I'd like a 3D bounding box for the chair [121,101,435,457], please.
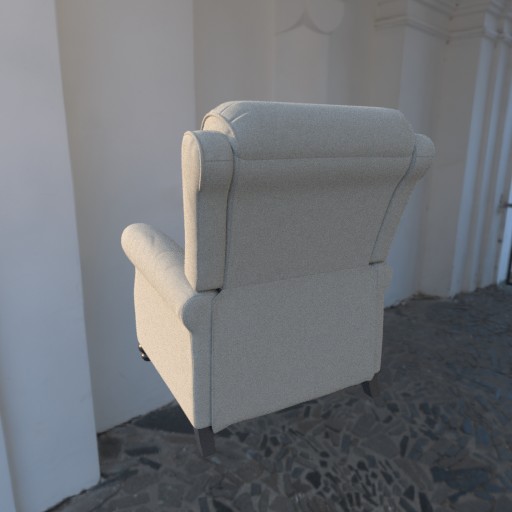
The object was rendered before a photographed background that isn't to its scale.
[{"bbox_3d":[0.000,0.000,1.686,0.859,1.046,0.919,-8,16,-28],"label":"chair"}]
